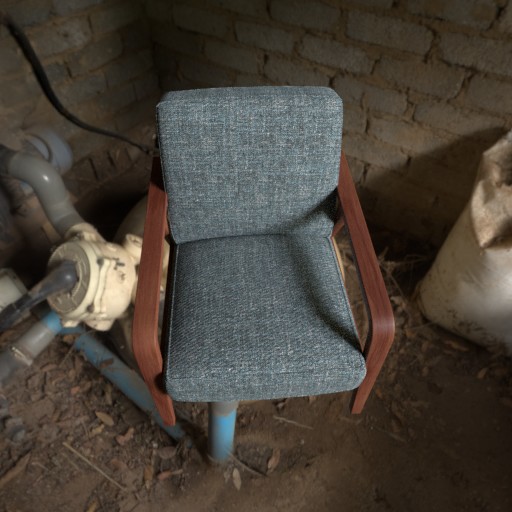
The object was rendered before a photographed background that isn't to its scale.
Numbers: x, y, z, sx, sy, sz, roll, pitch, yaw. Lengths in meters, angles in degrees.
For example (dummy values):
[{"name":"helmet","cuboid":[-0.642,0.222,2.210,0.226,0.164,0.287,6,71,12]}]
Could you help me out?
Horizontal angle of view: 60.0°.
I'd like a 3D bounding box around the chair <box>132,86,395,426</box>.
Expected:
[{"name":"chair","cuboid":[0.000,0.000,1.515,0.719,0.864,0.889,-3,47,-3]}]
